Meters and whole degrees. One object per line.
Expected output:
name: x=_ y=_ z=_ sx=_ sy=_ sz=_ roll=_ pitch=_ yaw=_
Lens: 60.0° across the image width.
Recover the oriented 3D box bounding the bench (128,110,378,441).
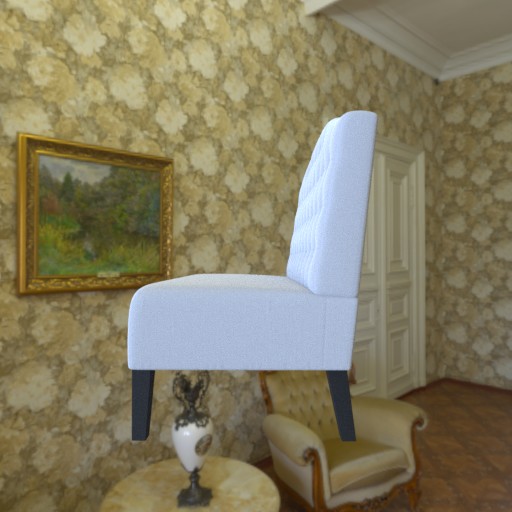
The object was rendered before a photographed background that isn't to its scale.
bench: x=0.000 y=0.000 z=2.047 sx=0.815 sy=1.180 sz=1.335 roll=0 pitch=-1 yaw=0
